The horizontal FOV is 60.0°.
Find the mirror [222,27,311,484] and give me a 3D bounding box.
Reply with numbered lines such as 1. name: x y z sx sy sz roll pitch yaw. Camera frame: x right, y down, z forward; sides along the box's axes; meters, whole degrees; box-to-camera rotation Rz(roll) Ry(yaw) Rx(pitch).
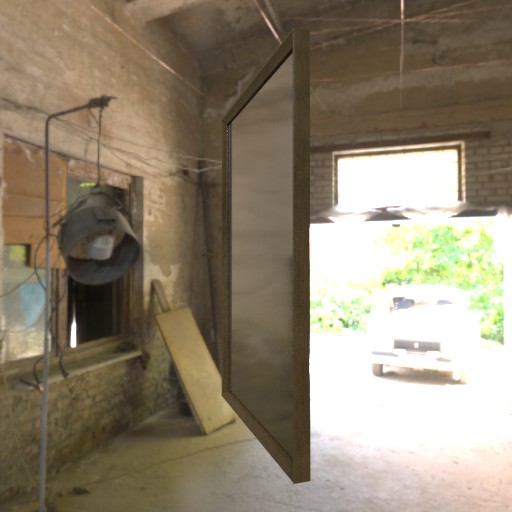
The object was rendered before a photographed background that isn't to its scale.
1. mirror: 0.000 0.000 1.183 0.041 0.915 0.609 0 -1 -18
